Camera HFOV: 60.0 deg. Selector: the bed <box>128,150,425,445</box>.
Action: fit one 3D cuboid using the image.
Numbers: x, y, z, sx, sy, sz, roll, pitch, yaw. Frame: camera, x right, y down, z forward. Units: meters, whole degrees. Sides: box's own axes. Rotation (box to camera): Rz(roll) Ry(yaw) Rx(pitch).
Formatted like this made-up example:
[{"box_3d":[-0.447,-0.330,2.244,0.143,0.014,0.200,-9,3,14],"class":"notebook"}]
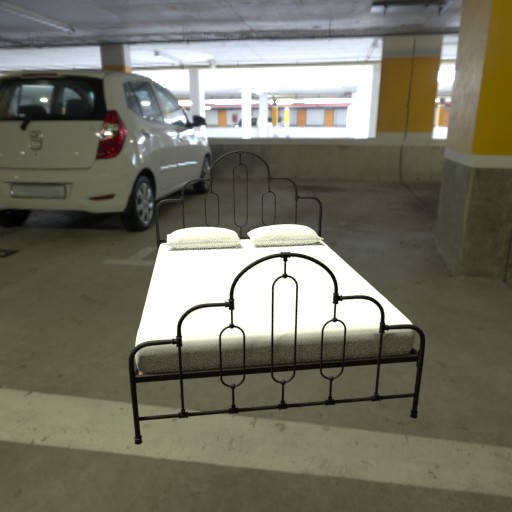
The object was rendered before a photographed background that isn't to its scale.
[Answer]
[{"box_3d":[0.000,0.000,3.330,1.640,1.429,2.163,-2,17,-8],"class":"bed"}]
